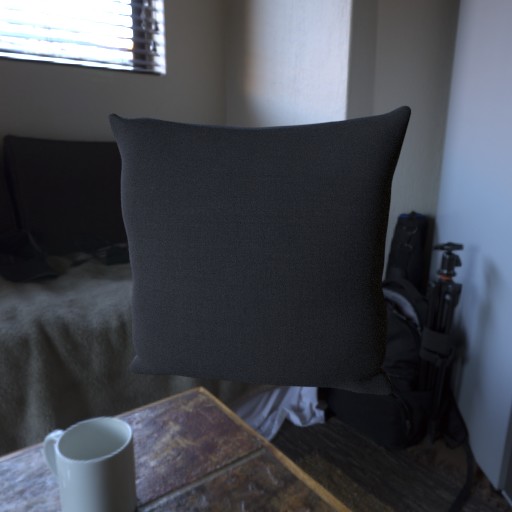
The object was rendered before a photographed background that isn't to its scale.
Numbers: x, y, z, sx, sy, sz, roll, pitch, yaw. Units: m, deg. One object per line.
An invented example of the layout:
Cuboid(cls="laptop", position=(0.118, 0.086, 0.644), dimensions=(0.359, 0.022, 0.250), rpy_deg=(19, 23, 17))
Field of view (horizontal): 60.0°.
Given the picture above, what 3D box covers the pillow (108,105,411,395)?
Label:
Cuboid(cls="pillow", position=(0.000, 0.000, 0.779), dimensions=(0.503, 0.496, 0.208), rpy_deg=(2, 15, 9))
